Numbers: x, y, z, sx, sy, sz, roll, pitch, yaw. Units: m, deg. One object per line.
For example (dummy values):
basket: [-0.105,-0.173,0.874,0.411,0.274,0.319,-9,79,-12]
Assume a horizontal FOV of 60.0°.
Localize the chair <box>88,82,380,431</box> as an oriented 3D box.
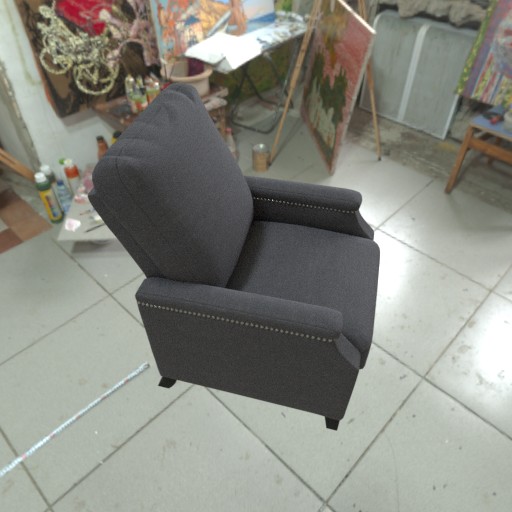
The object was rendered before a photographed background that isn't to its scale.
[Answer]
chair: [0.000,0.000,1.657,0.922,1.049,0.710,11,46,10]
